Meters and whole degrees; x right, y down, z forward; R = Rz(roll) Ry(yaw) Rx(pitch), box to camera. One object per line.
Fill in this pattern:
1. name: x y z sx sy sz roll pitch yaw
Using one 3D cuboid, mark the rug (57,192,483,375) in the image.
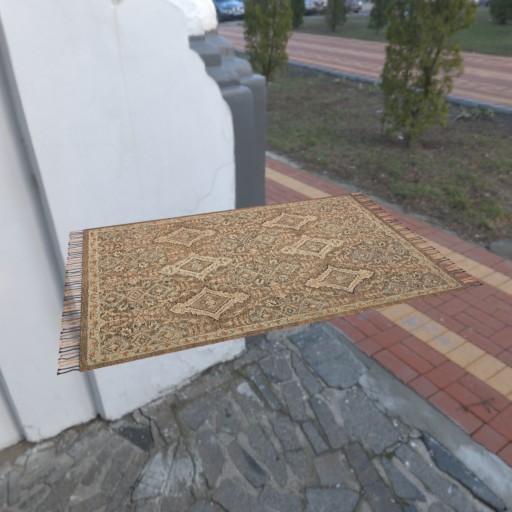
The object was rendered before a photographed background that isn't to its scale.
1. rug: 0.000 0.000 3.001 2.434 0.010 1.516 -9 32 -15
